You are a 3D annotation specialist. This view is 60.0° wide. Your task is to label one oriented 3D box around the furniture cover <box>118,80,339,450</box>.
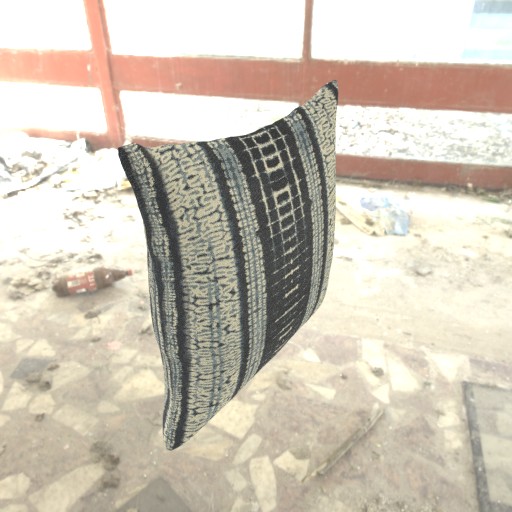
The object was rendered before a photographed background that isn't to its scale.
[{"bbox_3d":[0.000,0.000,0.655,0.133,0.435,0.425,21,37,30],"label":"furniture cover"}]
